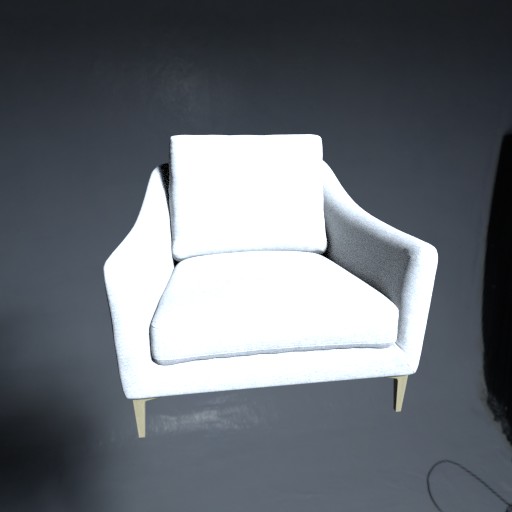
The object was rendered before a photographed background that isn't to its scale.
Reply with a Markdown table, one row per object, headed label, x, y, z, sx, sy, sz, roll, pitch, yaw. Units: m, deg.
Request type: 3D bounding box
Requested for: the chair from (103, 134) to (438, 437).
| label | x | y | z | sx | sy | sz | roll | pitch | yaw |
| --- | --- | --- | --- | --- | --- | --- | --- | --- | --- |
| chair | 0.000 | 0.000 | 1.738 | 0.986 | 0.902 | 0.961 | -3 | 17 | -8 |
